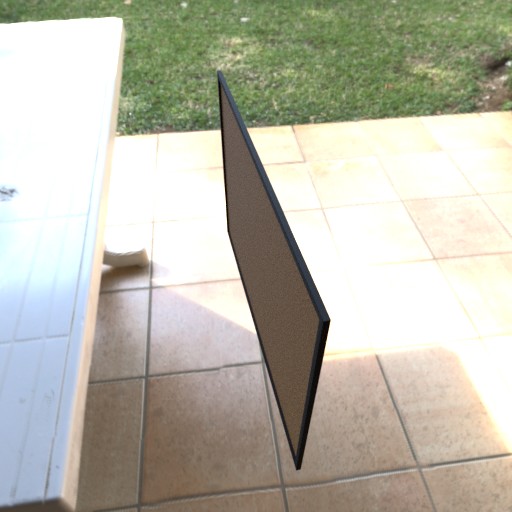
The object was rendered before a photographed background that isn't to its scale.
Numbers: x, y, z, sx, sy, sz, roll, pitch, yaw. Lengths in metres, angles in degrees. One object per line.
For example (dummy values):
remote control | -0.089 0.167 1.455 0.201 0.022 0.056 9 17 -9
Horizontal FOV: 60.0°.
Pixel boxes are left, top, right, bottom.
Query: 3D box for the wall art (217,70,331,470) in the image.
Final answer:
wall art | 0.000 0.000 1.264 0.013 0.665 0.963 -10 46 -9
